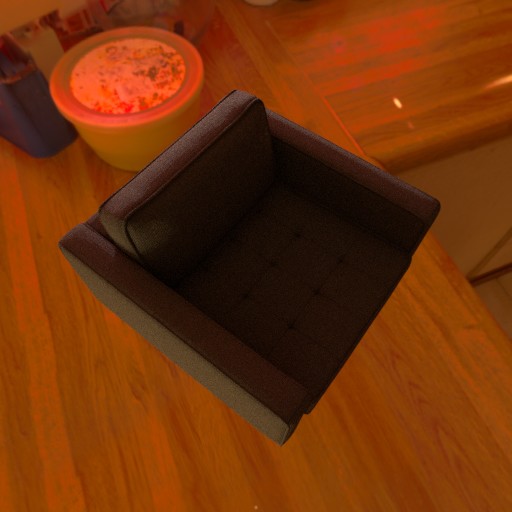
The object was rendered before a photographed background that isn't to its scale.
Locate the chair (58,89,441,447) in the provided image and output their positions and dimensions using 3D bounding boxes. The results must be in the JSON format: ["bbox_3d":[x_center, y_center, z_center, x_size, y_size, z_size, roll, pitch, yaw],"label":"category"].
[{"bbox_3d":[0.000,0.000,1.588,0.919,0.770,0.899,34,66,17],"label":"chair"}]
